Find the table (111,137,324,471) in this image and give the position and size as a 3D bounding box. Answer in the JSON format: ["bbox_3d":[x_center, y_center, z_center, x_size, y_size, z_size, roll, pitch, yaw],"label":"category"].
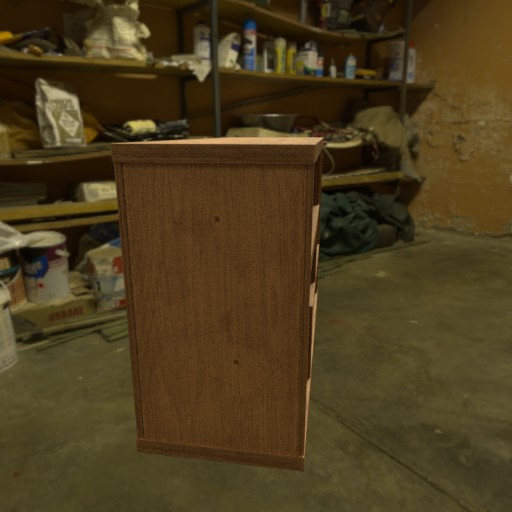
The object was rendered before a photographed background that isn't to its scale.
[{"bbox_3d":[0.000,0.000,1.514,0.410,0.771,1.151,2,16,9],"label":"table"}]
